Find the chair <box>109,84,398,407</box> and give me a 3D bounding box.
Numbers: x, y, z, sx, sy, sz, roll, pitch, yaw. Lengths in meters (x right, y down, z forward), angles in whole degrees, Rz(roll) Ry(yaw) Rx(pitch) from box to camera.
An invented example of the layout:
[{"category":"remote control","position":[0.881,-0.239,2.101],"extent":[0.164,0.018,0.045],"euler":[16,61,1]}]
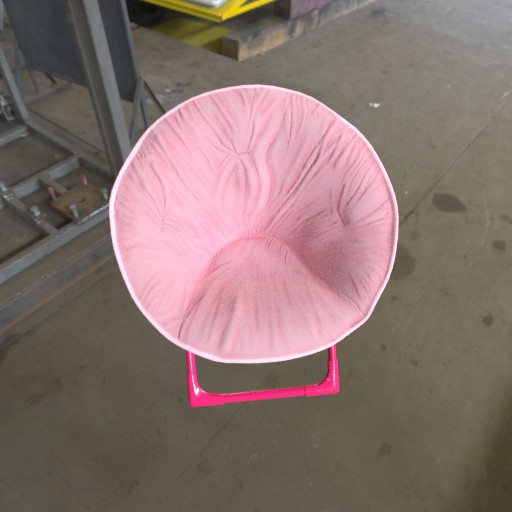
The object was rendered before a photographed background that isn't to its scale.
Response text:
[{"category":"chair","position":[0.000,0.000,0.884],"extent":[0.522,0.494,0.459],"euler":[-4,47,-4]}]
